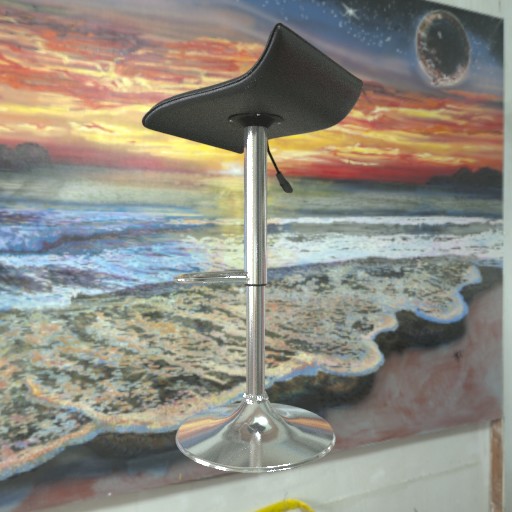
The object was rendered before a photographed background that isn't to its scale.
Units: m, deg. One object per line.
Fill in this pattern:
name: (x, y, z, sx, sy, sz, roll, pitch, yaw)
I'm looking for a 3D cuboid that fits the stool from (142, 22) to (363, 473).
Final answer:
stool: (0.000, 0.000, 1.058, 0.381, 0.851, 0.381, 1, 1, 37)
